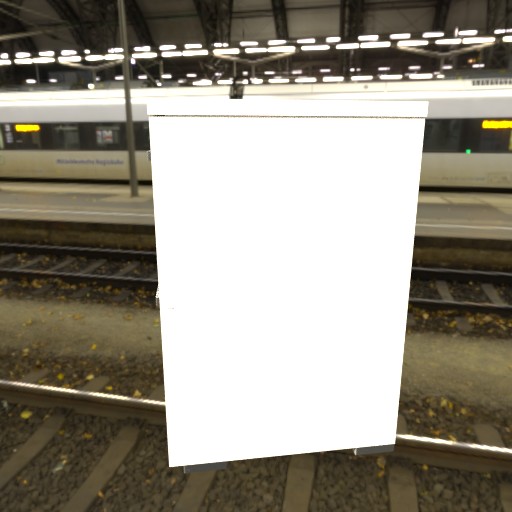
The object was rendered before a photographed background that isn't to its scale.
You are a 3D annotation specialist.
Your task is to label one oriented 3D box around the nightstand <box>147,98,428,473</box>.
[{"bbox_3d":[0.000,0.000,0.744,0.325,0.460,0.441,-2,15,-8],"label":"nightstand"}]
